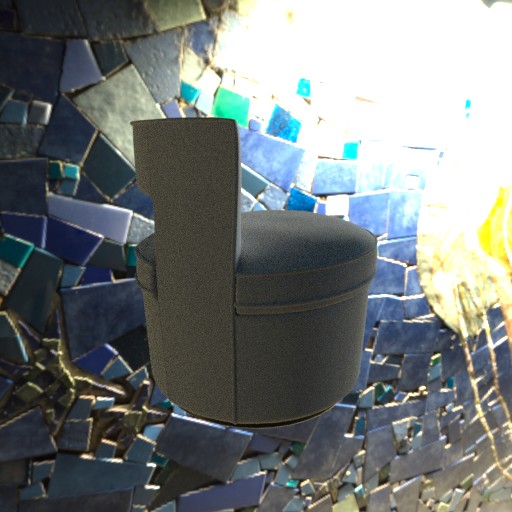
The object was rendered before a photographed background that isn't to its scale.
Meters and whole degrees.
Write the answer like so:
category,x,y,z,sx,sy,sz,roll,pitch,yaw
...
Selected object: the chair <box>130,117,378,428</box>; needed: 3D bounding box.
category,x,y,z,sx,sy,sz,roll,pitch,yaw
chair,0.000,0.000,1.245,0.665,0.723,0.650,-2,15,-9
